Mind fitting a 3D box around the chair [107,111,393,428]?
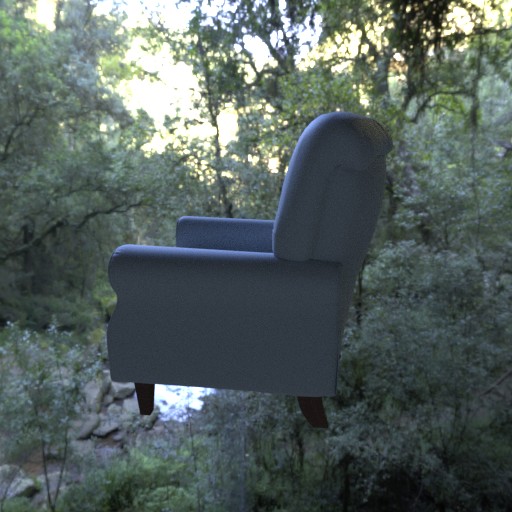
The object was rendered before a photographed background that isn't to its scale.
[{"bbox_3d":[0.000,0.000,2.063,1.128,1.217,1.090,2,13,7],"label":"chair"}]
